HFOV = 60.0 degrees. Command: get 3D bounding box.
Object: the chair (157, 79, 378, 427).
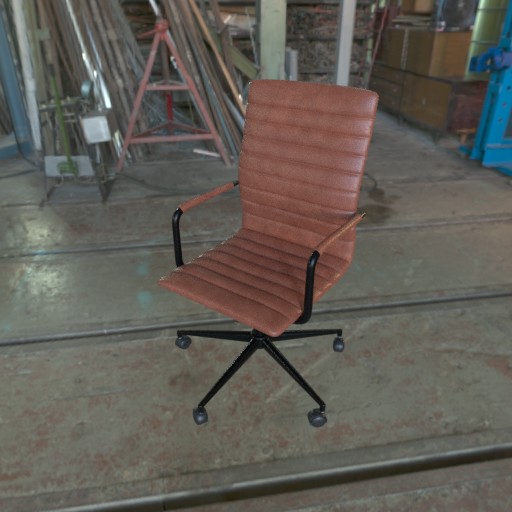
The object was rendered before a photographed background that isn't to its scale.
[{"bbox_3d":[0.000,0.000,1.274,0.600,0.878,0.578,19,34,30],"label":"chair"}]
